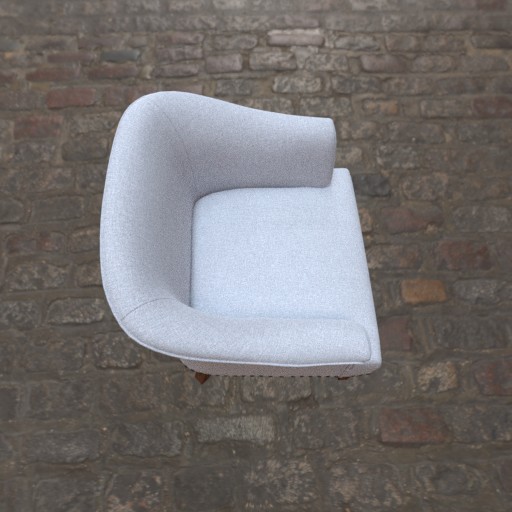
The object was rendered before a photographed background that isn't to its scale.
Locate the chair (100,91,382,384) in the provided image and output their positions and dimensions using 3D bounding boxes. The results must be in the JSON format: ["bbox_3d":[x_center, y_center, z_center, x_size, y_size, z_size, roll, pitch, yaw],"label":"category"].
[{"bbox_3d":[0.000,0.000,1.395,0.704,0.815,0.798,-2,63,-1],"label":"chair"}]
